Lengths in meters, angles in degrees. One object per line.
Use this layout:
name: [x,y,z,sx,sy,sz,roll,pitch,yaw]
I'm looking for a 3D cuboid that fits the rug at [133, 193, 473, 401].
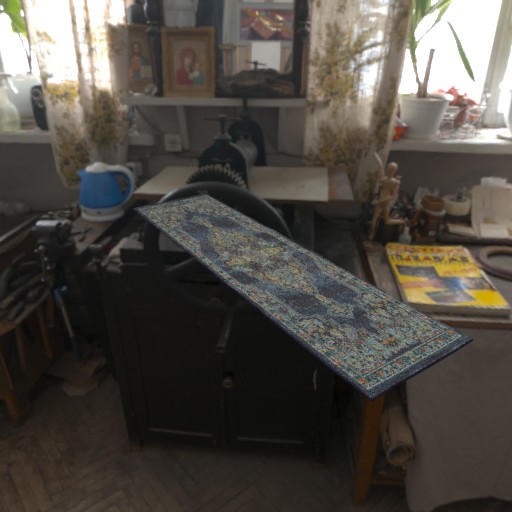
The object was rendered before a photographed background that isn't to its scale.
rug: [0.000,0.000,2.503,0.602,0.016,2.283,-17,31,-30]
